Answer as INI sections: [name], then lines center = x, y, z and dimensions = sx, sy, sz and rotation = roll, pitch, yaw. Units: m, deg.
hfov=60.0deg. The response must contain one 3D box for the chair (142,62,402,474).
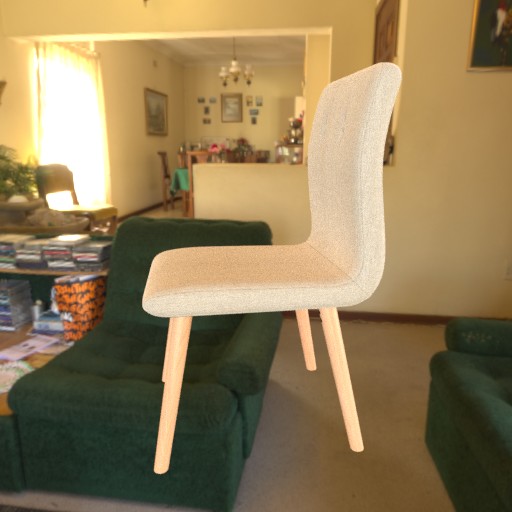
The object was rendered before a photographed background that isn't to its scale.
[chair]
center = 0.000, 0.000, 1.138
dimensions = 0.550, 0.885, 0.435
rotation = -2, 14, -9
